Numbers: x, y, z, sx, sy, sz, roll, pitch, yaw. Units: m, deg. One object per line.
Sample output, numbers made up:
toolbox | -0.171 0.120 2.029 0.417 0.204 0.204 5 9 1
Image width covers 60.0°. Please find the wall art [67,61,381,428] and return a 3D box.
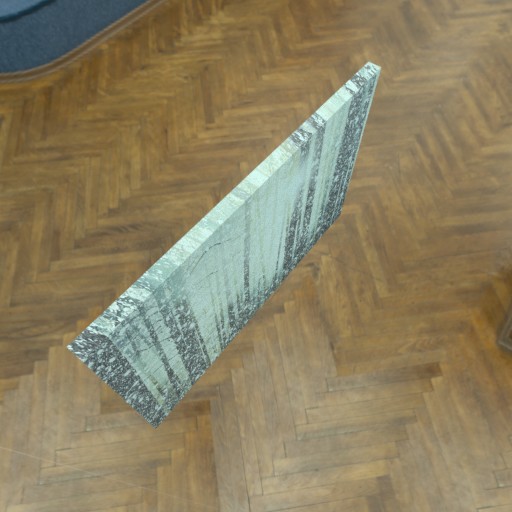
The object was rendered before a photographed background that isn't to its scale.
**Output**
wall art | 0.000 0.000 1.142 0.038 0.598 0.919 35 65 19
